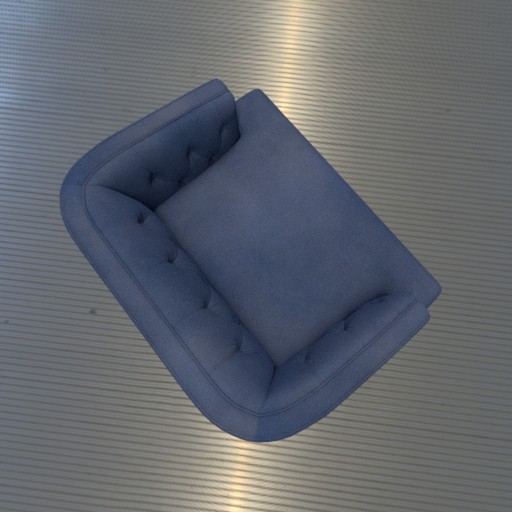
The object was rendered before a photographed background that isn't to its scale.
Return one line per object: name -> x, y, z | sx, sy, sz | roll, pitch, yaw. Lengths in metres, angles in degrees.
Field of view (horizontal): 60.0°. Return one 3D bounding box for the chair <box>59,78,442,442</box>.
chair -> 0.000, 0.000, 1.706 | 0.914, 0.787, 1.118 | -38, 79, -9
